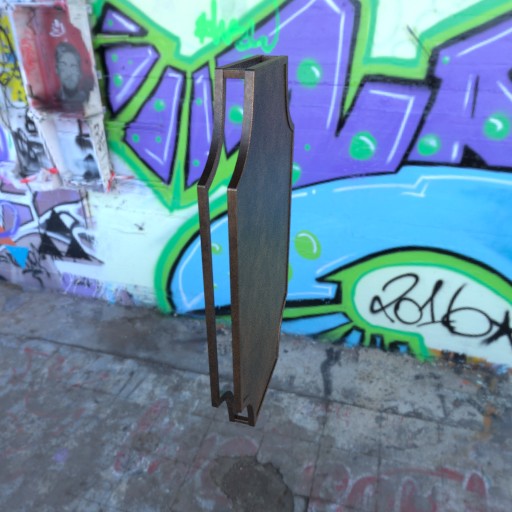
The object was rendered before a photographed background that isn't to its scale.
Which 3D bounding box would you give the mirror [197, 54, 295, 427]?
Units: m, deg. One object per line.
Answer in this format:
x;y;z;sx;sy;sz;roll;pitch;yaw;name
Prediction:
0.000;0.000;1.003;0.066;0.811;0.462;8;30;14;mirror
